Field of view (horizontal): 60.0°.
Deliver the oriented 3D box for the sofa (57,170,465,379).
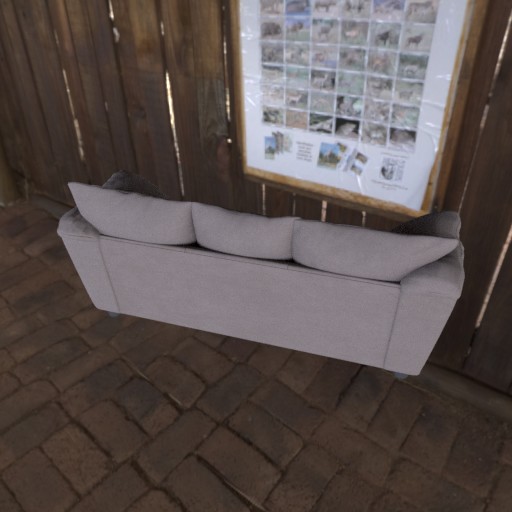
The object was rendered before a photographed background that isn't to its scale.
[{"bbox_3d":[0.000,0.000,2.835,2.377,0.981,0.893,9,34,14],"label":"sofa"}]
